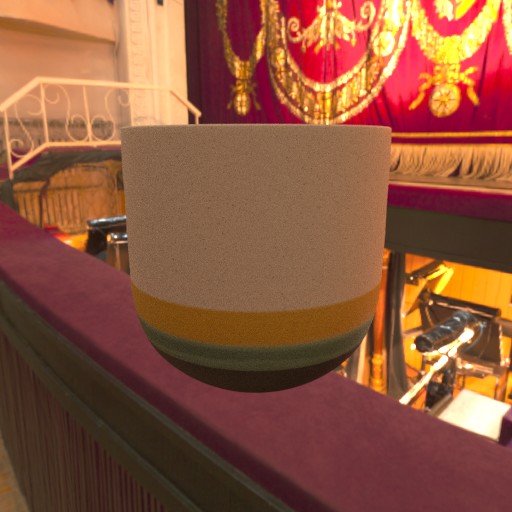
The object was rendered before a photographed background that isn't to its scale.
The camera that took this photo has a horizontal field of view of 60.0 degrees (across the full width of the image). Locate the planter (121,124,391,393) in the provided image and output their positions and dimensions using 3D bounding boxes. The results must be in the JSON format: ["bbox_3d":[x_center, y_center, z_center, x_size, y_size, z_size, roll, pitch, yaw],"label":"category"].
[{"bbox_3d":[0.000,0.000,0.487,0.268,0.270,0.268,0,15,0],"label":"planter"}]
